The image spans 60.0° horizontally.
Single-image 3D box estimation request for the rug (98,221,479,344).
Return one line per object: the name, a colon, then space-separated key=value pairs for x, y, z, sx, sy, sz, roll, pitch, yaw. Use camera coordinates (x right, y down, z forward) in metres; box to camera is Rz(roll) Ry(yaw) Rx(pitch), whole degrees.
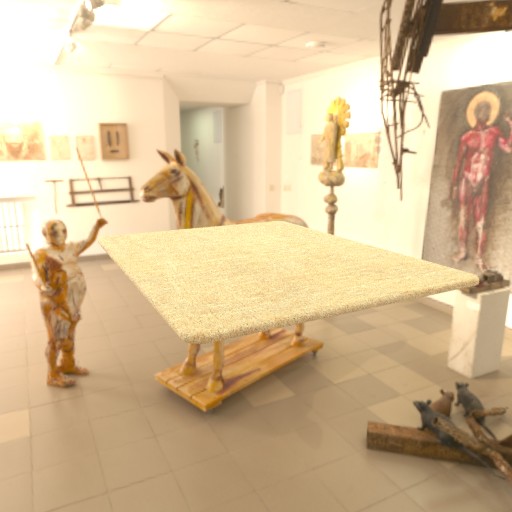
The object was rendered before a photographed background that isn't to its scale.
rug: x=0.000 y=0.000 z=3.473 sx=2.009 sy=0.048 sz=2.528 roll=-7 pitch=16 yaw=-27
